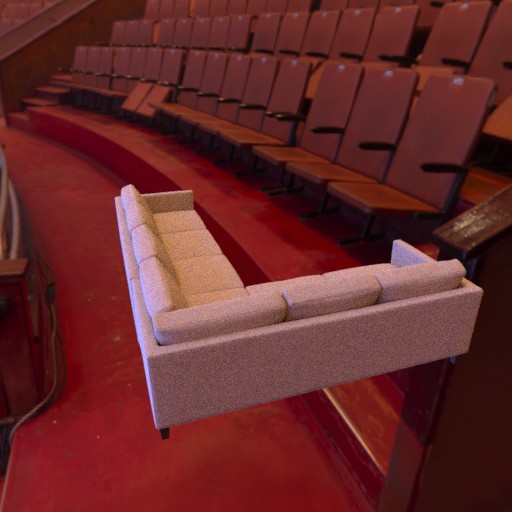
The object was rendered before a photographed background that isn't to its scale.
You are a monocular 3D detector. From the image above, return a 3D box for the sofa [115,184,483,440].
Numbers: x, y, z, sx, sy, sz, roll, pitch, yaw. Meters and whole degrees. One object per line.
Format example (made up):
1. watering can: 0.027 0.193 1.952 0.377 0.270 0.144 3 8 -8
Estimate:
1. sofa: 0.000 0.000 4.318 2.432 0.863 3.182 -8 26 -17
